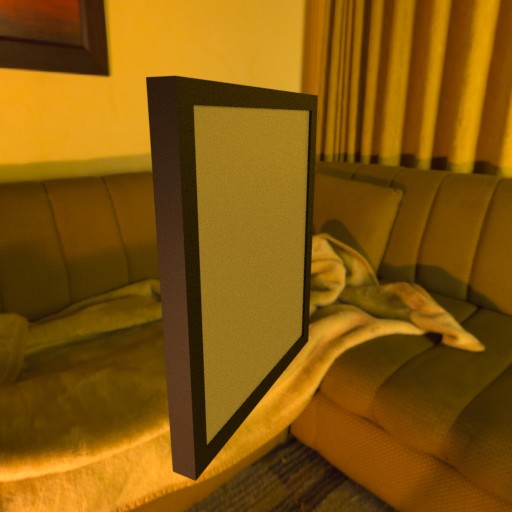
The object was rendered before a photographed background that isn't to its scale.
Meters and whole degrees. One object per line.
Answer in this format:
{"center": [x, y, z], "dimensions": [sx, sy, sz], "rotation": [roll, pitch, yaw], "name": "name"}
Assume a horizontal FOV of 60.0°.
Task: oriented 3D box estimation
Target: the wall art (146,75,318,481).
{"center": [0.000, 0.000, 0.539], "dimensions": [0.029, 0.381, 0.330], "rotation": [8, 19, 25], "name": "wall art"}
